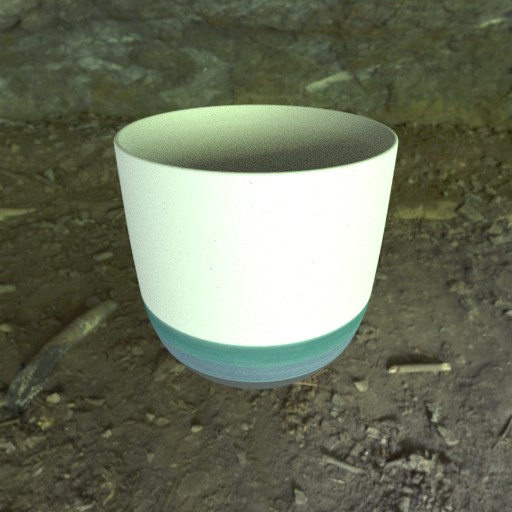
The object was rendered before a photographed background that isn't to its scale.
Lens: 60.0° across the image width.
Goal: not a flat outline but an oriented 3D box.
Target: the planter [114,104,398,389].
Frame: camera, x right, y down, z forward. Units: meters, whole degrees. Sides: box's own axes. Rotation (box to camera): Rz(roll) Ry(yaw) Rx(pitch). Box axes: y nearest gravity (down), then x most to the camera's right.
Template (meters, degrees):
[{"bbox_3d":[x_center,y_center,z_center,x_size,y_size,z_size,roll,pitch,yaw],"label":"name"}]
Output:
[{"bbox_3d":[0.000,0.000,0.381,0.204,0.214,0.204,0,29,0],"label":"planter"}]
